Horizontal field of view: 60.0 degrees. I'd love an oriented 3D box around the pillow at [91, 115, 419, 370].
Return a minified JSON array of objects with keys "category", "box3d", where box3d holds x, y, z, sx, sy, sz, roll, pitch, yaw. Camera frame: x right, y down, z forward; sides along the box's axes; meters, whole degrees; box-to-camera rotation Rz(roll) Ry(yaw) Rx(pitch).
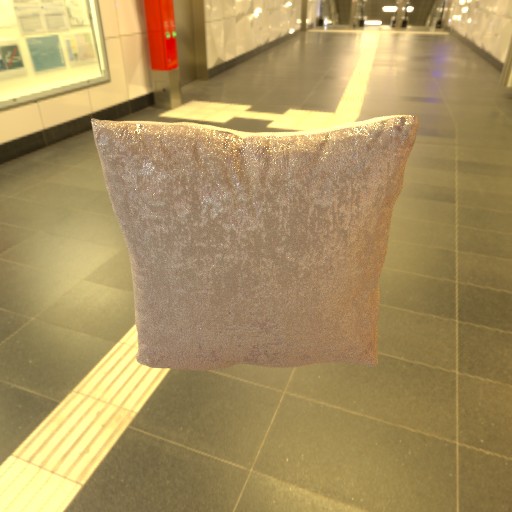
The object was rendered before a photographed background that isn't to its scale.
[{"category":"pillow","box3d":[0.000,0.000,0.715,0.450,0.448,0.245,1,31,1]}]
